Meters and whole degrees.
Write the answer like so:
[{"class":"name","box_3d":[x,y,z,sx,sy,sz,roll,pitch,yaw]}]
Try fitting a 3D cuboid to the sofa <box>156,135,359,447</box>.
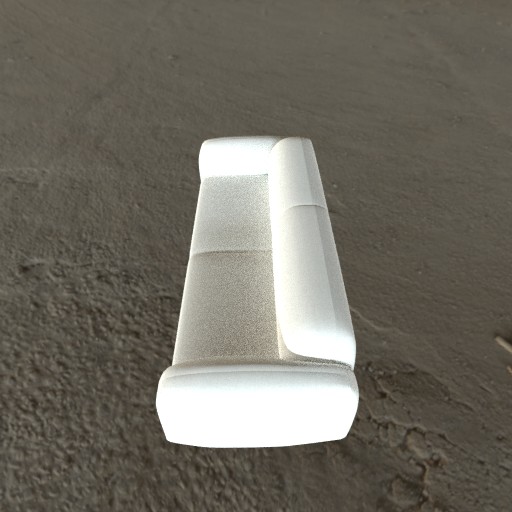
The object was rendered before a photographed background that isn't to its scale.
[{"class":"sofa","box_3d":[0.000,0.000,2.749,0.870,0.780,2.280,0,41,0]}]
